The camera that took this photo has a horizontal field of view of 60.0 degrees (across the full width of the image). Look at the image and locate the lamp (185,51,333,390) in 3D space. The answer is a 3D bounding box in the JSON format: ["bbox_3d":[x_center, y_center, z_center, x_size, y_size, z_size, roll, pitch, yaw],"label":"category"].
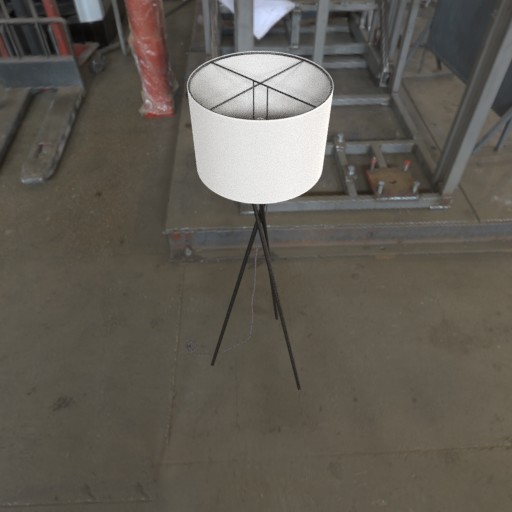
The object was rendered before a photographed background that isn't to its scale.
[{"bbox_3d":[0.000,0.000,1.938,0.667,1.624,0.522,34,56,27],"label":"lamp"}]
